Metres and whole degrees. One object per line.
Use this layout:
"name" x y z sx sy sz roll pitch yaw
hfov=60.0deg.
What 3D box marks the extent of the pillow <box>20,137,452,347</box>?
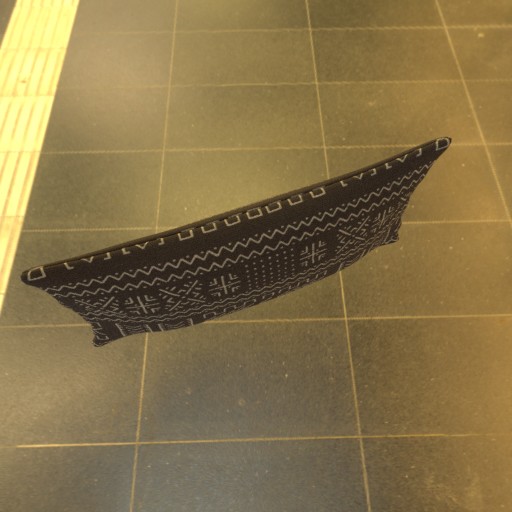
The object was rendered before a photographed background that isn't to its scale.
"pillow" 0.000 0.000 0.768 0.667 0.322 0.135 -19 64 -9
